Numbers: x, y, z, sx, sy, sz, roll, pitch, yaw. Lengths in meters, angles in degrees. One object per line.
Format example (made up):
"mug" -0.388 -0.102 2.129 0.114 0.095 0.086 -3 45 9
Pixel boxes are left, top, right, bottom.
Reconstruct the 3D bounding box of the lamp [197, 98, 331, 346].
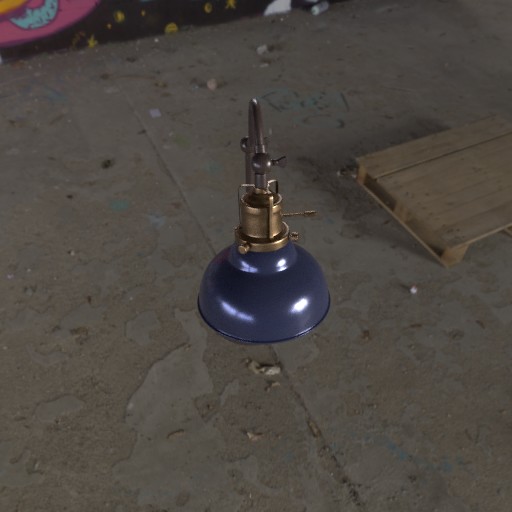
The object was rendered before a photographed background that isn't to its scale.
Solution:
"lamp" 0.000 0.000 0.693 0.192 0.508 0.374 -4 47 -4
